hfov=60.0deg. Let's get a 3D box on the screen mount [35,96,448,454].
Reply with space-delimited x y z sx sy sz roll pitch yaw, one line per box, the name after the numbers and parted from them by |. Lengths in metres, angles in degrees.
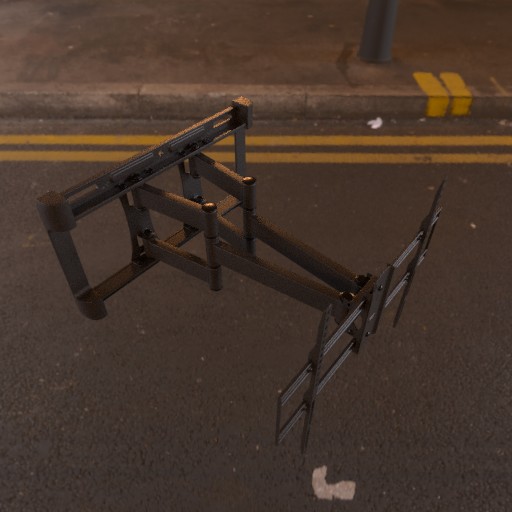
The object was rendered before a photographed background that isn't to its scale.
0.000 0.000 1.086 0.644 0.491 0.661 29 50 28 | screen mount
